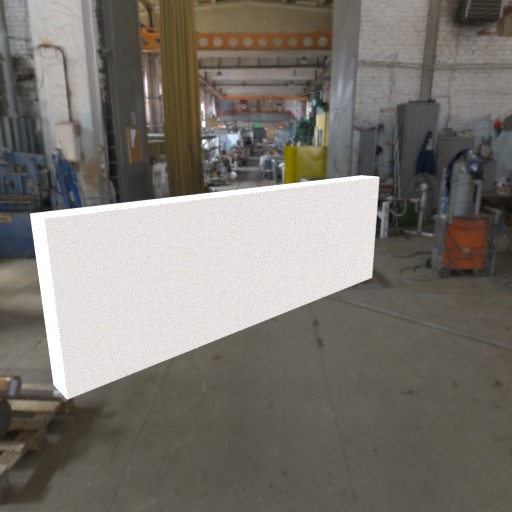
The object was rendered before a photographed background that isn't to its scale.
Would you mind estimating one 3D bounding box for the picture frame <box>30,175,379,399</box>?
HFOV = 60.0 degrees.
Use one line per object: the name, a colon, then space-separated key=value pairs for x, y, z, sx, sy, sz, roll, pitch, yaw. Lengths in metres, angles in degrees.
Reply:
picture frame: x=0.000 y=0.000 z=0.840 sx=0.759 sy=0.250 sz=0.050 roll=-14 pitch=21 yaw=-42
